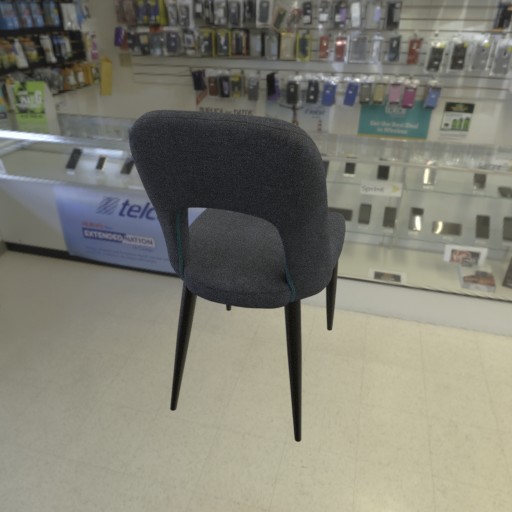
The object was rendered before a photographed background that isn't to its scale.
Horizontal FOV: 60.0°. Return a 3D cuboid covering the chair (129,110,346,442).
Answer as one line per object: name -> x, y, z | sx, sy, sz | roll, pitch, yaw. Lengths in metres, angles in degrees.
chair -> 0.000, 0.000, 1.292 | 0.470, 0.931, 0.612 | 9, 32, 15
